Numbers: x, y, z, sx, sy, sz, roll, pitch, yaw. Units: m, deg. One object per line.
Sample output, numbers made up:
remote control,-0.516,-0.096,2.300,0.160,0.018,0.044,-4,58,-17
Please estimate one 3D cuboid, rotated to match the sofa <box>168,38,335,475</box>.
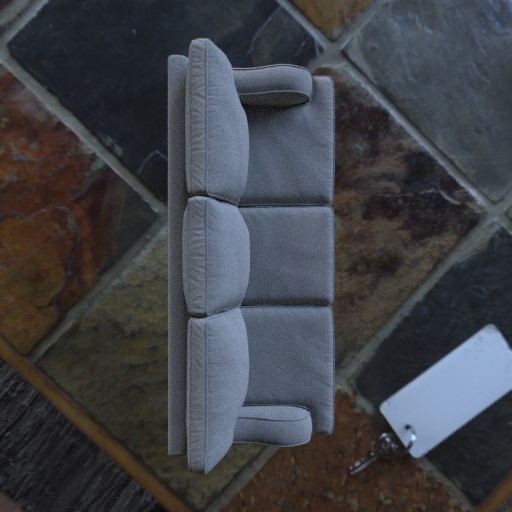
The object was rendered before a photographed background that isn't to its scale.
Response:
sofa,0.000,0.000,2.792,1.016,0.997,2.323,0,90,-1
